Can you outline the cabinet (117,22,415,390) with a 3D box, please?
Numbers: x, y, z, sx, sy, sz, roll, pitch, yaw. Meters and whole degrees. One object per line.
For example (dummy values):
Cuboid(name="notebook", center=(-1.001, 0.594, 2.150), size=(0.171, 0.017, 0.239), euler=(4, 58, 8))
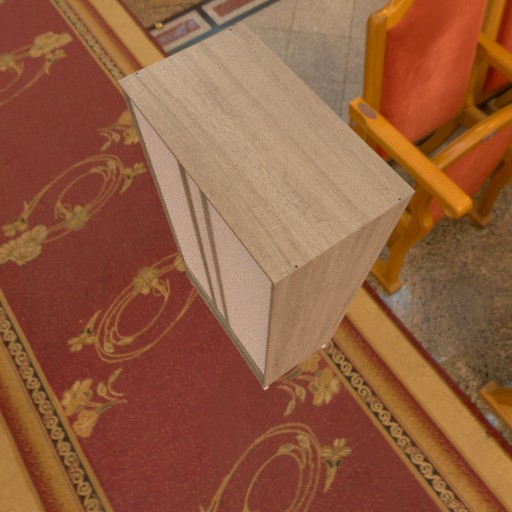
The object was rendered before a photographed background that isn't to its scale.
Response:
Cuboid(name="cabinet", center=(0.000, 0.000, 2.459), size=(0.571, 1.999, 1.006), euler=(-32, 68, -14))
